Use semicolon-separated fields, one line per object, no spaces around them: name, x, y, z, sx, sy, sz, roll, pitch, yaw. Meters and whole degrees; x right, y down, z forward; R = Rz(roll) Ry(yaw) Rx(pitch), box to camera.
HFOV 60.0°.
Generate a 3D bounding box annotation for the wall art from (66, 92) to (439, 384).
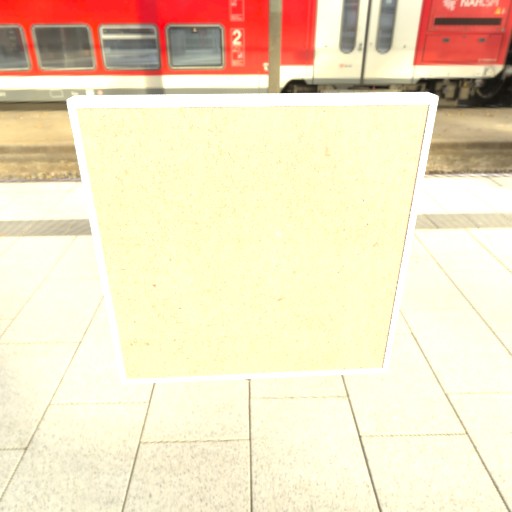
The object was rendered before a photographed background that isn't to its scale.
wall art;0.000;0.000;0.739;0.508;0.508;0.038;-2;28;-3
